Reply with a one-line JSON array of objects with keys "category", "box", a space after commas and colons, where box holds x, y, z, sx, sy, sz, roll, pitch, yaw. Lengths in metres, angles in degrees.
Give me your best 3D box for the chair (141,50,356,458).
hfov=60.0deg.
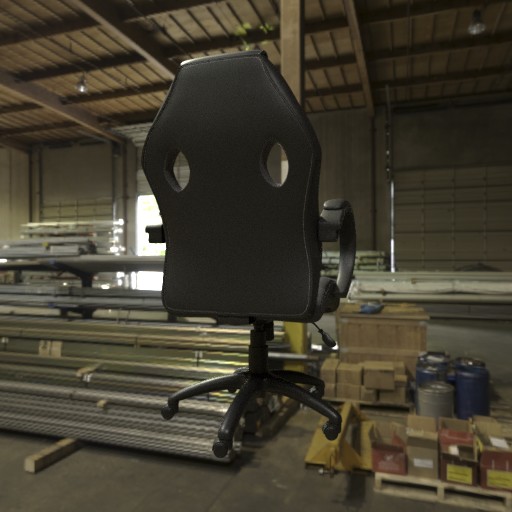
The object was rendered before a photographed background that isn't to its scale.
[{"category": "chair", "box": [0.000, 0.000, 1.612, 0.673, 1.187, 0.724, 0, 0, 18]}]
